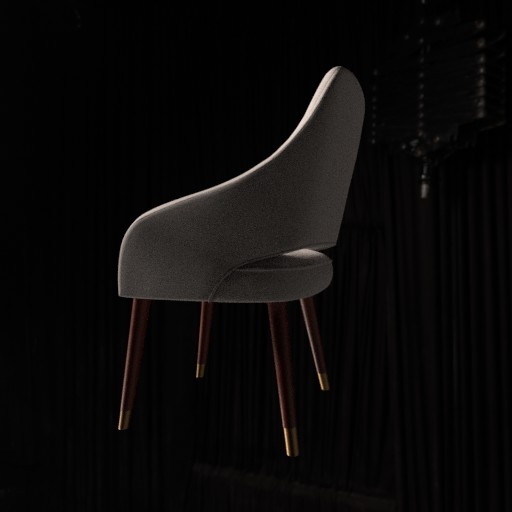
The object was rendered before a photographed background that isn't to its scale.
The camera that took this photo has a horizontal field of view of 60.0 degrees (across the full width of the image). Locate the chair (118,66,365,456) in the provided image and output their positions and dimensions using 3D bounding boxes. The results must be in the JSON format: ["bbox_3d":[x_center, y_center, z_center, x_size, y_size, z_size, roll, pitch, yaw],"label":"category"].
[{"bbox_3d":[0.000,0.000,1.280,0.600,0.889,0.609,1,2,18],"label":"chair"}]
